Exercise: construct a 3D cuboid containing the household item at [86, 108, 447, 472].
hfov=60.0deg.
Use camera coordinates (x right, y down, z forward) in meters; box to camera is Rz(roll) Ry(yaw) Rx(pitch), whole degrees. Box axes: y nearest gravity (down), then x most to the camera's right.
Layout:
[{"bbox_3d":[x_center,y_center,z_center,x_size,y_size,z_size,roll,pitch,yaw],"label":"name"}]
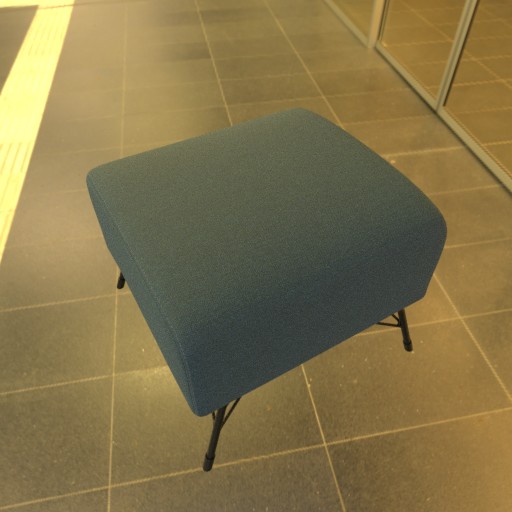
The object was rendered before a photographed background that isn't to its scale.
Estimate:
[{"bbox_3d":[0.000,0.000,0.927,0.530,0.420,0.530,-23,50,-20],"label":"household item"}]
